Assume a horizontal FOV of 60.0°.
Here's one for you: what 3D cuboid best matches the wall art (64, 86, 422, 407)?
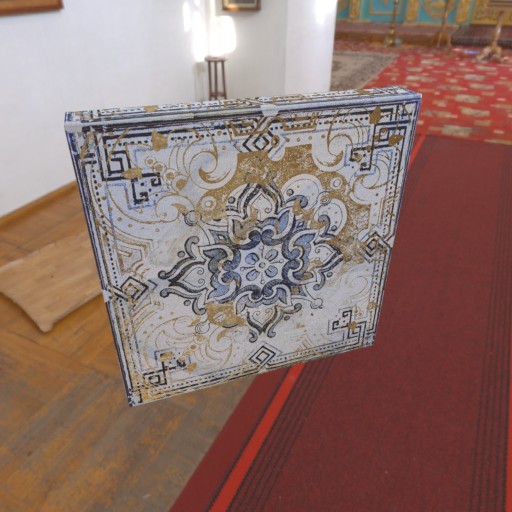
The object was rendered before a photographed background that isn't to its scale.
[{"bbox_3d":[0.000,0.000,0.454,0.302,0.306,0.038,-10,34,-16],"label":"wall art"}]
